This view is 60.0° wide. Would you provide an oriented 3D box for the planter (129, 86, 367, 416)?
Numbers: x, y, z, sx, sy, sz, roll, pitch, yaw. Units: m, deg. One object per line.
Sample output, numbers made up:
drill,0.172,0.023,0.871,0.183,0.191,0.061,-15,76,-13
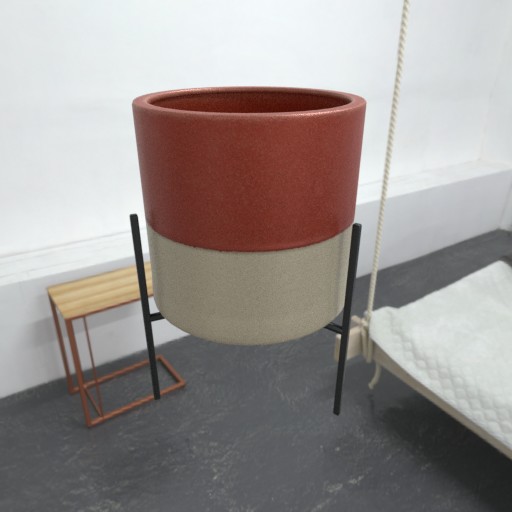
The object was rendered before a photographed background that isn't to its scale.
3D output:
planter,0.000,0.000,0.523,0.251,0.354,0.235,19,32,33
